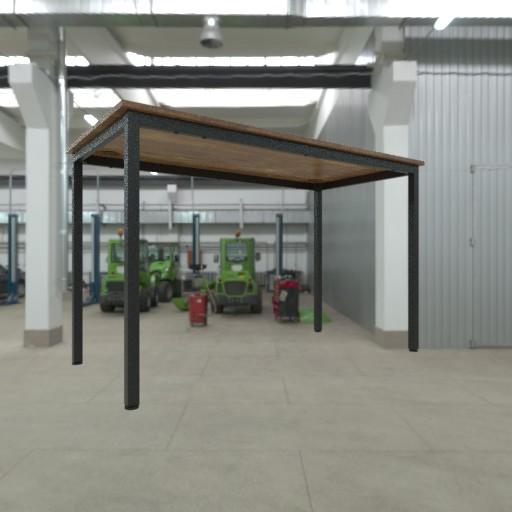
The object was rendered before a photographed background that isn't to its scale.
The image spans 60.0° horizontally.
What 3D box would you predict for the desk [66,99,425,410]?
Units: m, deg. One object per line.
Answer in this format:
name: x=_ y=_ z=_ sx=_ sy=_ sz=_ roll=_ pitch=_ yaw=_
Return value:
desk: x=0.000 y=0.000 z=1.643 sx=1.200 sy=0.749 sz=0.600 roll=0 pitch=0 yaw=-35
